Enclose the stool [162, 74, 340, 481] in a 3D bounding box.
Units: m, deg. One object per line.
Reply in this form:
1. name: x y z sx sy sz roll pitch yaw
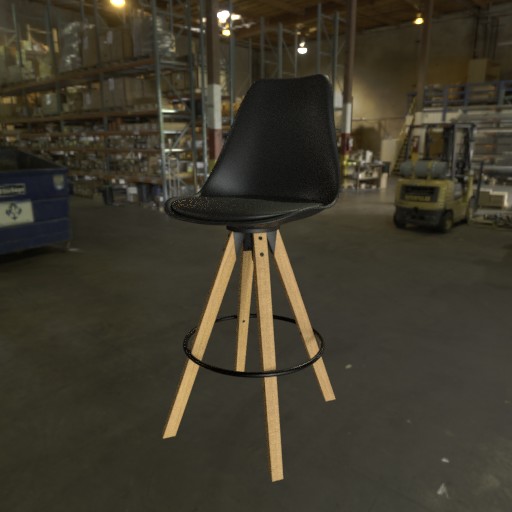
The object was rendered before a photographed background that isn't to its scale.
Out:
1. stool: 0.000 0.000 1.387 0.485 1.115 0.550 8 16 27
